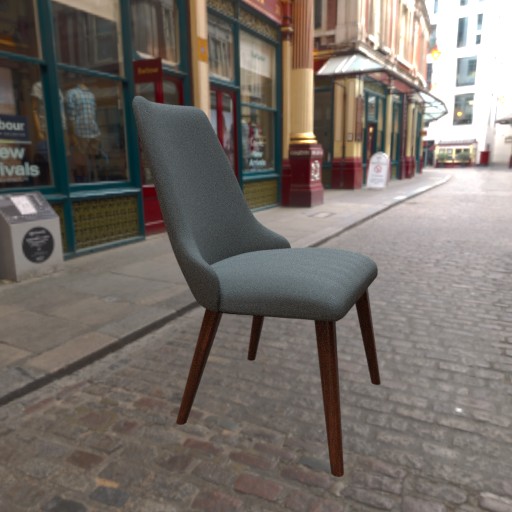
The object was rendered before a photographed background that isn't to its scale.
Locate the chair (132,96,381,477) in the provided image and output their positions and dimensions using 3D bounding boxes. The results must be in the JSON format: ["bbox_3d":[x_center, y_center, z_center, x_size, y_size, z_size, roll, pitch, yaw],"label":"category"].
[{"bbox_3d":[0.000,0.000,1.336,0.707,0.918,0.535,6,13,26],"label":"chair"}]
